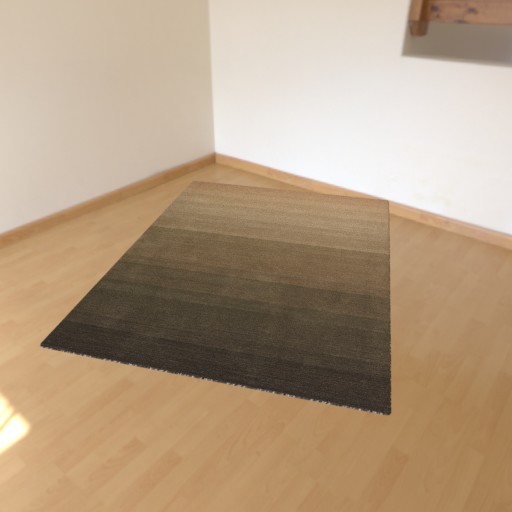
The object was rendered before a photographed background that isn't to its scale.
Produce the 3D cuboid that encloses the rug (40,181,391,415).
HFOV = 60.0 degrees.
[{"bbox_3d":[0.000,0.000,3.930,2.306,0.017,2.902,8,33,12],"label":"rug"}]
